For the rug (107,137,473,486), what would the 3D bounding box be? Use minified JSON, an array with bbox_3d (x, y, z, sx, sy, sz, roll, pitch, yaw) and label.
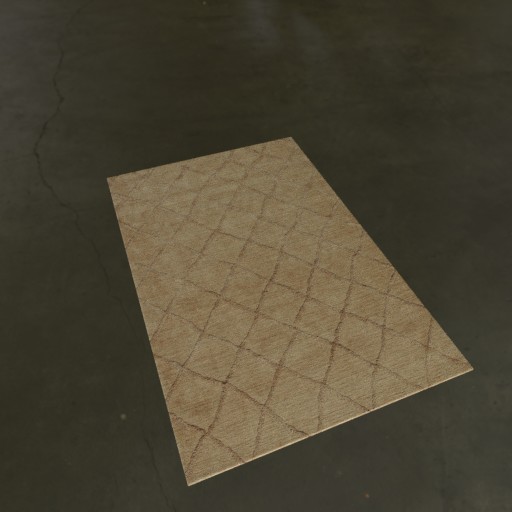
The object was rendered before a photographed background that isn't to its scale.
[{"bbox_3d":[0.000,0.000,2.827,1.528,0.014,2.292,-16,50,-14],"label":"rug"}]
